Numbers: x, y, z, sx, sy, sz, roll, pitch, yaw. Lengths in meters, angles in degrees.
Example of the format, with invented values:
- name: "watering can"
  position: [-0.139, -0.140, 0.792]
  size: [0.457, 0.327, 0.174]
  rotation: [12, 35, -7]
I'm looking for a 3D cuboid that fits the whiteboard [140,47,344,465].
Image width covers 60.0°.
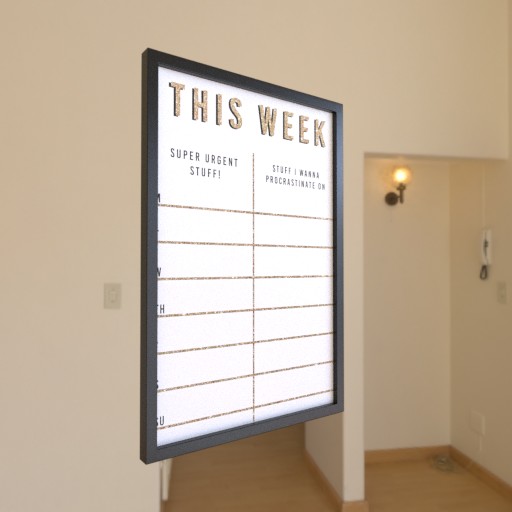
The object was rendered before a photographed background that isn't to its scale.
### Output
- name: "whiteboard"
  position: [0.000, 0.000, 0.772]
  size: [0.406, 0.611, 0.026]
  rotation: [1, -1, -35]
